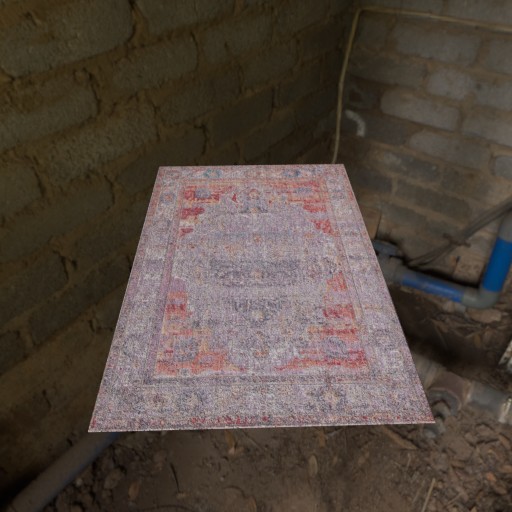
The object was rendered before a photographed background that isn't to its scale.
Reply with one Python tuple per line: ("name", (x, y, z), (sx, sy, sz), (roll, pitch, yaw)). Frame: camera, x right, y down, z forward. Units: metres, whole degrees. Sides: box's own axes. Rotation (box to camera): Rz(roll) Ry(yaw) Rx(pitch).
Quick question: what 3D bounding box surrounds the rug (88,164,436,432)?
("rug", (0.000, 0.000, 2.242), (1.219, 0.005, 1.829), (-1, 41, -1))
